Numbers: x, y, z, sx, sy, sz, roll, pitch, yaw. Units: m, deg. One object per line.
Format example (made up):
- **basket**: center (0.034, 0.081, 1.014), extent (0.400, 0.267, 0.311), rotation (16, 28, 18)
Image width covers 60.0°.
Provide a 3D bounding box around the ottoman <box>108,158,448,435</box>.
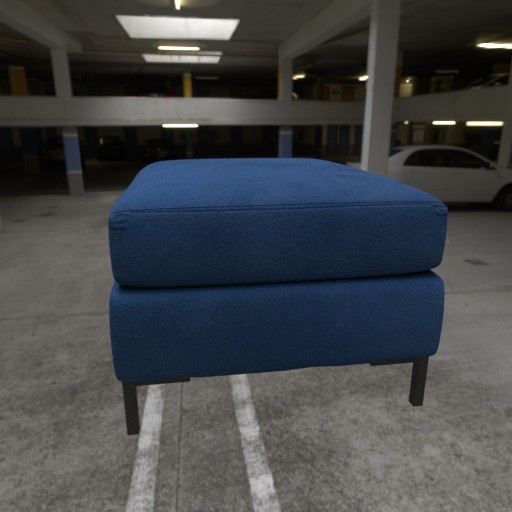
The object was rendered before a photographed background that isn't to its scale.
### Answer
- **ottoman**: center (0.000, 0.000, 1.180), extent (0.655, 0.485, 0.794), rotation (-3, 17, -8)
